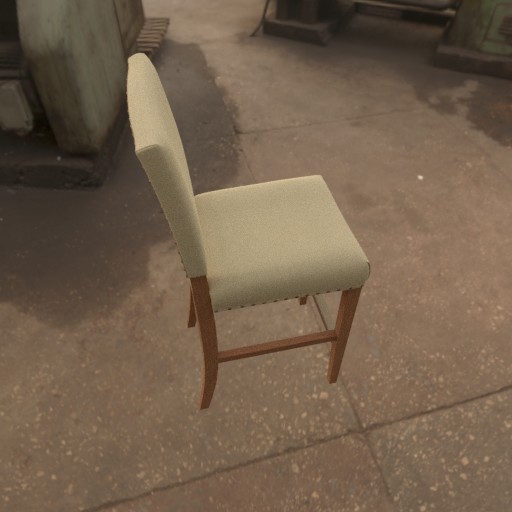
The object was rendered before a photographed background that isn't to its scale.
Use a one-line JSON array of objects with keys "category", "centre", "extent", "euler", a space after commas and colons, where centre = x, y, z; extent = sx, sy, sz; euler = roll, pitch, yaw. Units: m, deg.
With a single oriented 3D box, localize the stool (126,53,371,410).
[{"category": "stool", "centre": [0.000, 0.000, 1.435], "extent": [0.584, 1.168, 0.445], "euler": [-10, 48, -9]}]
